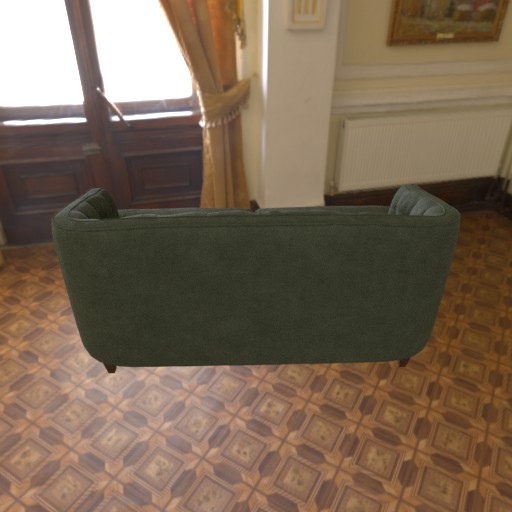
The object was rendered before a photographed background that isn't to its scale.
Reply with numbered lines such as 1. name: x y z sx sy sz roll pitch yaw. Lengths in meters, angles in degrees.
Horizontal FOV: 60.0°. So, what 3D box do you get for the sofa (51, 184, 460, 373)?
1. sofa: 0.000 0.000 2.248 1.733 0.855 0.941 -1 32 -1
